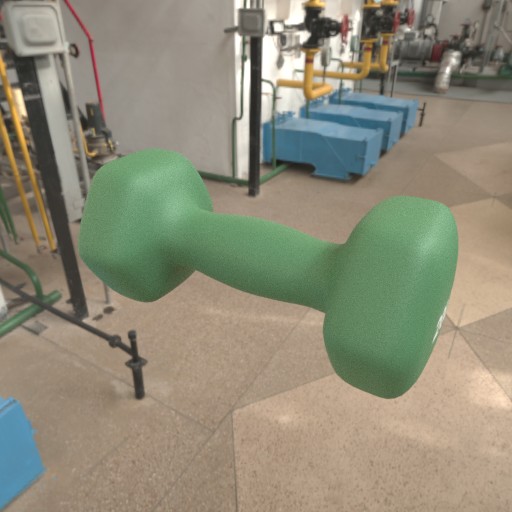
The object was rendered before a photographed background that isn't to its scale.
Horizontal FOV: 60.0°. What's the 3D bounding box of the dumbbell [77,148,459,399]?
[{"bbox_3d":[0.000,0.000,0.315,0.257,0.114,0.126,17,34,26],"label":"dumbbell"}]
